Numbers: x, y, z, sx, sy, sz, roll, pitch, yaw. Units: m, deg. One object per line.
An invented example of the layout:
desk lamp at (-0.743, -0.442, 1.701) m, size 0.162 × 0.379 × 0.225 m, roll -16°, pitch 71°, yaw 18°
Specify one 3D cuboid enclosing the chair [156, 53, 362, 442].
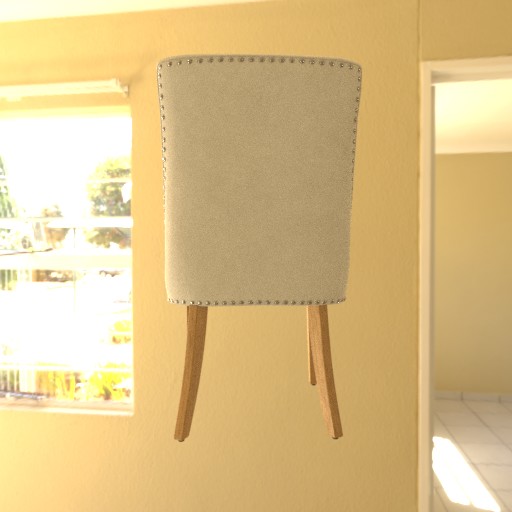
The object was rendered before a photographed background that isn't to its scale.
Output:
chair at (0.000, 0.000, 1.260) m, size 0.495 × 0.902 × 0.610 m, roll 0°, pitch 0°, yaw -2°
